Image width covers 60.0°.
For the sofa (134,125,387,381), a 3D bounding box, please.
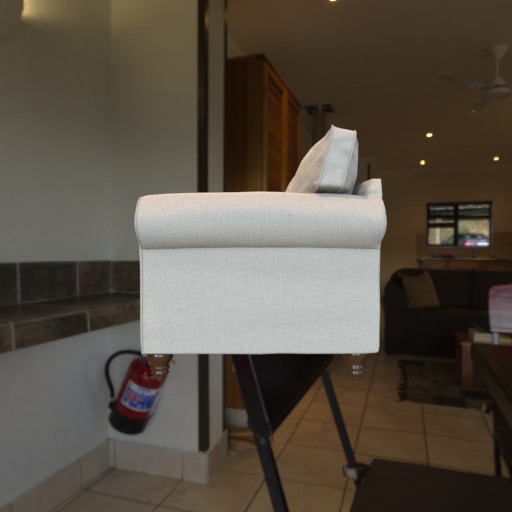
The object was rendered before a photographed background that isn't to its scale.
[{"bbox_3d":[0.000,0.000,2.590,0.916,0.961,2.084,0,0,0],"label":"sofa"}]
